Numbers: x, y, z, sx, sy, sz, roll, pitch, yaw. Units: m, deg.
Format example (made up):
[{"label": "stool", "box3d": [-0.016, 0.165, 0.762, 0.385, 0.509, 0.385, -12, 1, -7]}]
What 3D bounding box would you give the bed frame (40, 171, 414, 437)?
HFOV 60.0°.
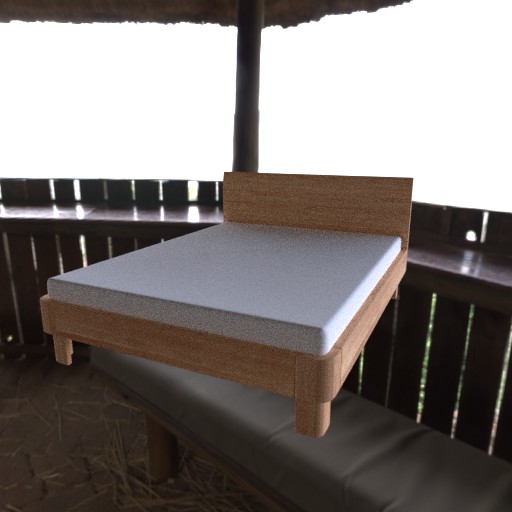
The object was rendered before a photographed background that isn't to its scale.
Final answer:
[{"label": "bed frame", "box3d": [0.000, 0.000, 2.933, 1.660, 0.940, 2.092, 7, 16, 25]}]
